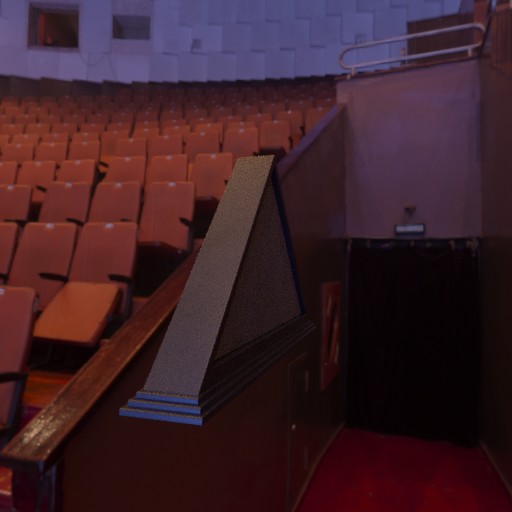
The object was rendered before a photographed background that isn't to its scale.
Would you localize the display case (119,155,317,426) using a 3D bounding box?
[{"bbox_3d":[0.000,0.000,0.755,0.095,0.340,0.640,0,-1,18],"label":"display case"}]
